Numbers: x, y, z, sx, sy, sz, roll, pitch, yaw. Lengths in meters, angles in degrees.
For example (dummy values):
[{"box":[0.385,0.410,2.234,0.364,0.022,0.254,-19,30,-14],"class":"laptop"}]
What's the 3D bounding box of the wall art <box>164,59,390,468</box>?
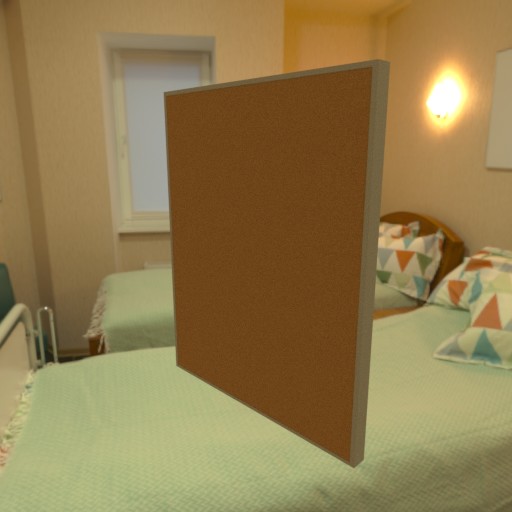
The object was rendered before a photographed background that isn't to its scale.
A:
[{"box":[0.000,0.000,1.029,0.611,0.763,0.055,13,19,43],"class":"wall art"}]
